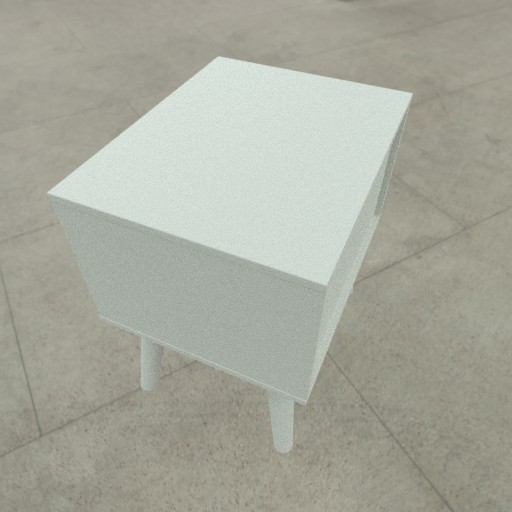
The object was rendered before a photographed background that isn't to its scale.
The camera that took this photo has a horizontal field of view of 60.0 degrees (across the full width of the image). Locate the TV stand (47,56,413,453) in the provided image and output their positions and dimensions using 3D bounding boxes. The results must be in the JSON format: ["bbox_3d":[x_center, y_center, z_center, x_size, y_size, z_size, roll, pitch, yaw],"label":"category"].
[{"bbox_3d":[0.000,0.000,0.916,0.405,0.559,0.508,18,49,17],"label":"TV stand"}]
